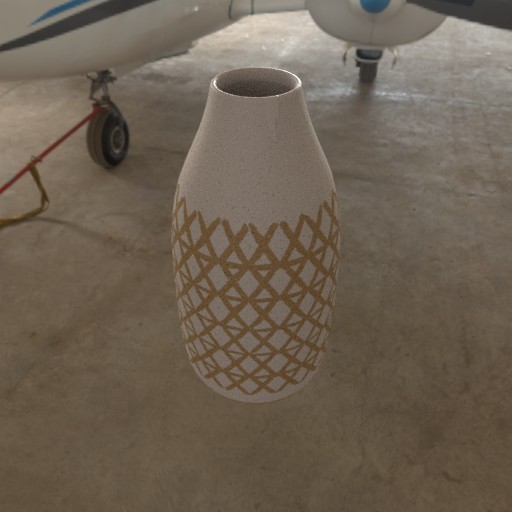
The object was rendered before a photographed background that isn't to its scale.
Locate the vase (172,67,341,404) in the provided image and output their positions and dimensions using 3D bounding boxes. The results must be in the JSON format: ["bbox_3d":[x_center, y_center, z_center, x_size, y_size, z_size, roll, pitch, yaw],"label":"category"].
[{"bbox_3d":[0.000,0.000,0.490,0.186,0.380,0.186,0,41,0],"label":"vase"}]
